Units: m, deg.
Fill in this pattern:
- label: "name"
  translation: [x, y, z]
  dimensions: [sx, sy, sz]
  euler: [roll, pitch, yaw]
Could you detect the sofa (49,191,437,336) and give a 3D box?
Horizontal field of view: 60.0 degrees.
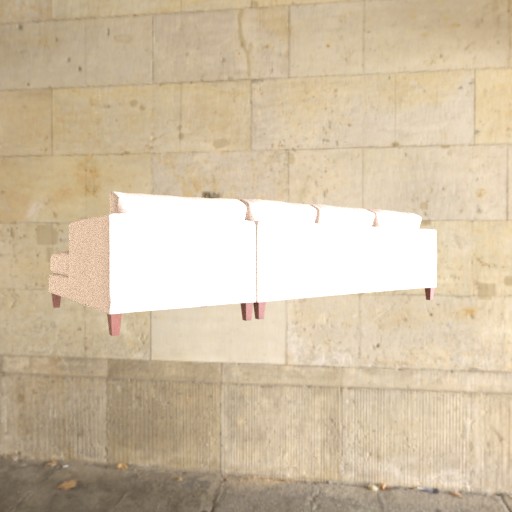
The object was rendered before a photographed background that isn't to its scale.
- label: "sofa"
  translation: [0.000, 0.000, 4.033]
  dimensions: [3.186, 0.861, 1.625]
  euler: [0, 1, -36]
